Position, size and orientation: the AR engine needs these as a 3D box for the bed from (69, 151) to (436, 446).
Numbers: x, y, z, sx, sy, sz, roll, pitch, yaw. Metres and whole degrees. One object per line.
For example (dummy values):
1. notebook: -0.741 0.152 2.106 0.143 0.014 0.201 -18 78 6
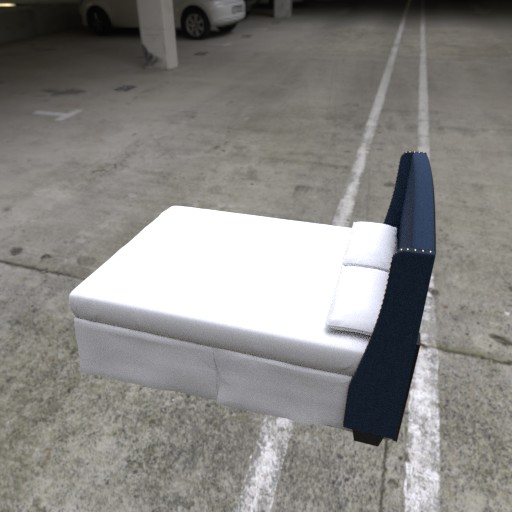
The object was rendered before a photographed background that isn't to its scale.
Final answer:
1. bed: 0.000 0.000 3.189 2.223 1.402 1.604 9 31 15
